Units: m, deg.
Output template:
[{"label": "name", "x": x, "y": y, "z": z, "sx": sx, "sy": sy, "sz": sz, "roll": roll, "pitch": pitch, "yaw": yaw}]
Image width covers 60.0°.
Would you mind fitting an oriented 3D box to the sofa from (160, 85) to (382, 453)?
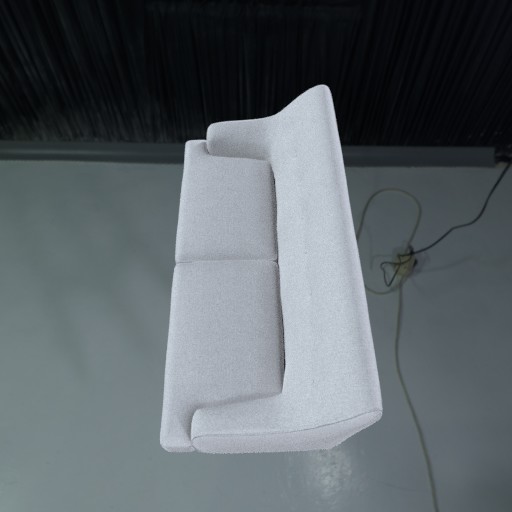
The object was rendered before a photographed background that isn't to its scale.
[{"label": "sofa", "x": 0.000, "y": 0.000, "z": 2.585, "sx": 0.978, "sy": 0.871, "sz": 2.057, "roll": -1, "pitch": 58, "yaw": -1}]
